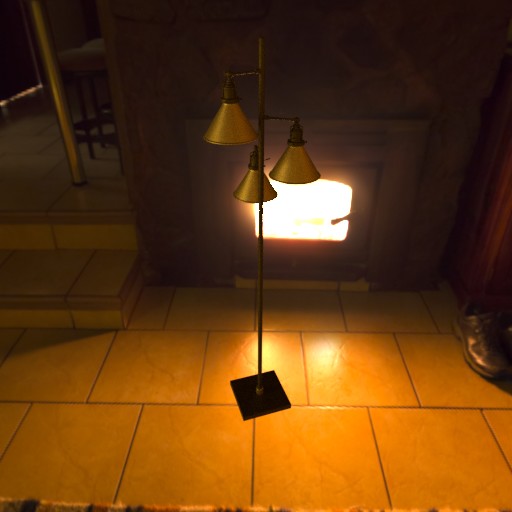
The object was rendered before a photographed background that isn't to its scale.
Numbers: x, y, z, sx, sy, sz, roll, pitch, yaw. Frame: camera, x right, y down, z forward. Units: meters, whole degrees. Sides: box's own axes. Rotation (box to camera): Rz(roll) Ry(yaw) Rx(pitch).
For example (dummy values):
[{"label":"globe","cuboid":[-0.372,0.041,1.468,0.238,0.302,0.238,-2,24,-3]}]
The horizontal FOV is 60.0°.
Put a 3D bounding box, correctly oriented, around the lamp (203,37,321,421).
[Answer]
[{"label":"lamp","cuboid":[0.000,0.000,1.929,0.428,1.716,0.415,-10,32,-16]}]
